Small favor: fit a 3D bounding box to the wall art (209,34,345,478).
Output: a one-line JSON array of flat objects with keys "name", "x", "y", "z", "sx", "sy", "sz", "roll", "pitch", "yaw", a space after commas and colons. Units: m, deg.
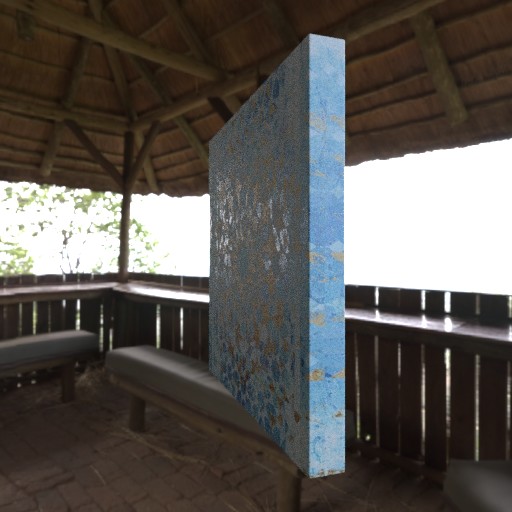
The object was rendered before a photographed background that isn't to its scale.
[{"name": "wall art", "x": 0.000, "y": 0.000, "z": 0.600, "sx": 0.037, "sy": 0.405, "sz": 0.405, "roll": 0, "pitch": 0, "yaw": -19}]
